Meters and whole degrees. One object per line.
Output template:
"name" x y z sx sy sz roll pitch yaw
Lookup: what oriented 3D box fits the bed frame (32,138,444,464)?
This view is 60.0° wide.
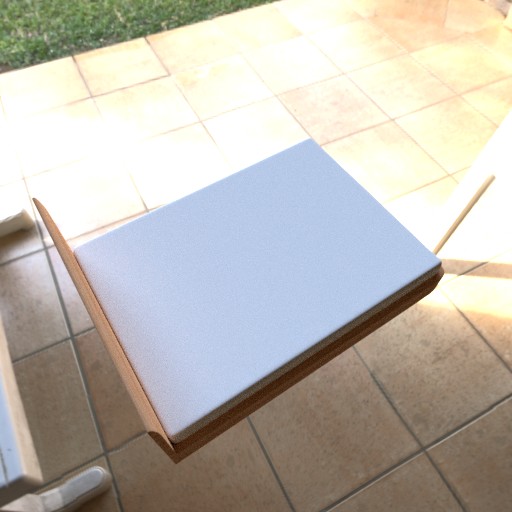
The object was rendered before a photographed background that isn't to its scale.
"bed frame" 0.000 0.000 2.792 1.992 0.940 1.472 -29 61 -18
